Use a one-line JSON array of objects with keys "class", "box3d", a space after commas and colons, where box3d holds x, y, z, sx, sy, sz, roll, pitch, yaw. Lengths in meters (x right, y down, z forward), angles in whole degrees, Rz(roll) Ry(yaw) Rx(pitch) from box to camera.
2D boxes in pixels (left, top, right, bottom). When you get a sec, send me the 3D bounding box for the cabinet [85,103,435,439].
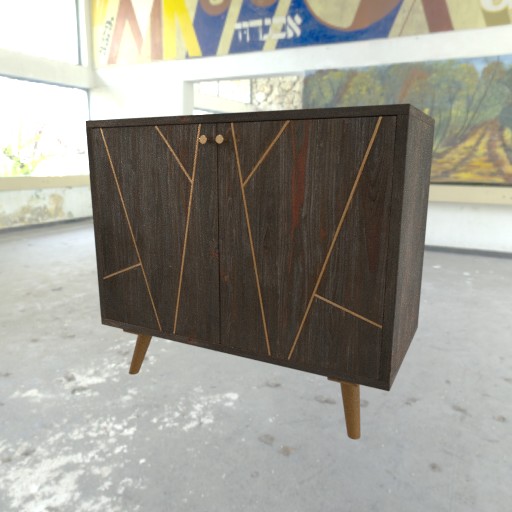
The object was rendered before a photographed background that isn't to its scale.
[{"class": "cabinet", "box3d": [0.000, 0.000, 1.522, 1.023, 0.897, 0.529, 6, 14, 27]}]
